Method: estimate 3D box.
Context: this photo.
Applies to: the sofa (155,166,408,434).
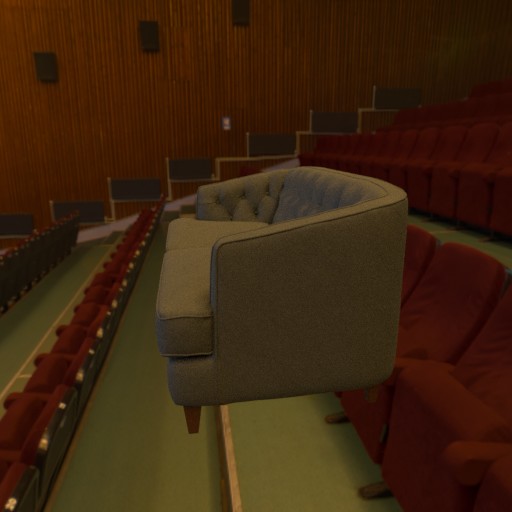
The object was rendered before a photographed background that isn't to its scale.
[{"bbox_3d":[0.000,0.000,2.290,0.941,0.855,1.733,-2,15,-9],"label":"sofa"}]
